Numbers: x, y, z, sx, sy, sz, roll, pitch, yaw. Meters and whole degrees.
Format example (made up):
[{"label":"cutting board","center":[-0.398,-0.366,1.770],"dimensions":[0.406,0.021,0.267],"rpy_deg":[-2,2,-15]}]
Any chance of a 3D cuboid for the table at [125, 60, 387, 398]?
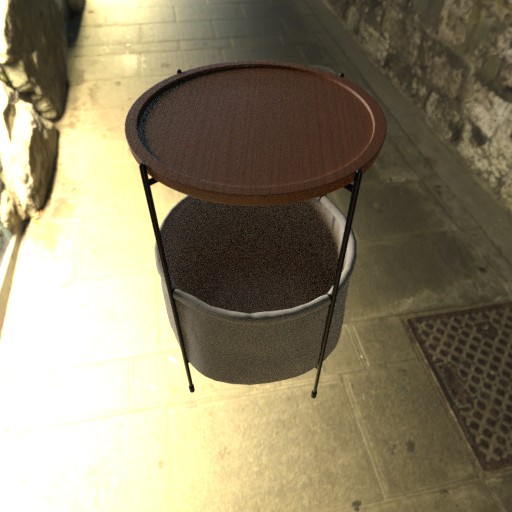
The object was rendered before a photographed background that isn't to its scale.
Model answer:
[{"label":"table","center":[0.000,0.000,0.889],"dimensions":[0.393,0.623,0.393],"rpy_deg":[2,47,2]}]
